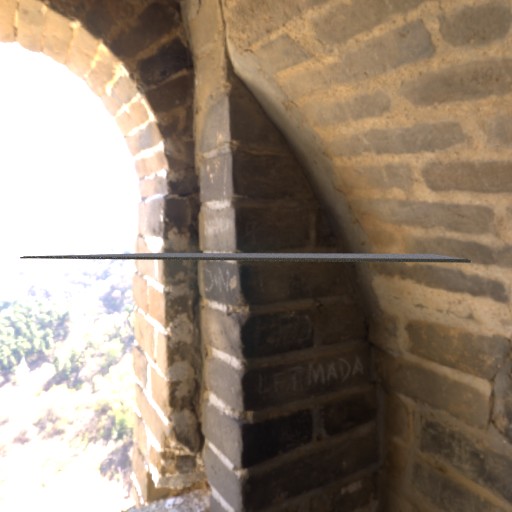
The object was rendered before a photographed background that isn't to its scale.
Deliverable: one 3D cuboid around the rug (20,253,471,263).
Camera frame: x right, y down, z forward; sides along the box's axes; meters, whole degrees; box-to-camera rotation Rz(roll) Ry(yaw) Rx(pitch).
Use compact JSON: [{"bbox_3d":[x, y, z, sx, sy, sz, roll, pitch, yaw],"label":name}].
[{"bbox_3d":[0.000,0.000,3.429,2.746,0.018,1.819,0,1,17],"label":"rug"}]
